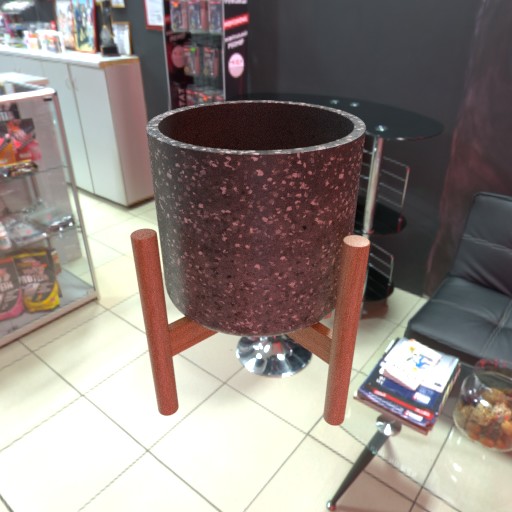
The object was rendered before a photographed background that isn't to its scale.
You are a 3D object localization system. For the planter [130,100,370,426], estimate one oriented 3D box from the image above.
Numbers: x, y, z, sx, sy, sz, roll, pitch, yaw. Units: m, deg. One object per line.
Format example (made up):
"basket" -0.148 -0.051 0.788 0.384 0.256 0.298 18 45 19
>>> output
"planter" 0.000 0.000 0.538 0.284 0.320 0.284 -9 32 -16
